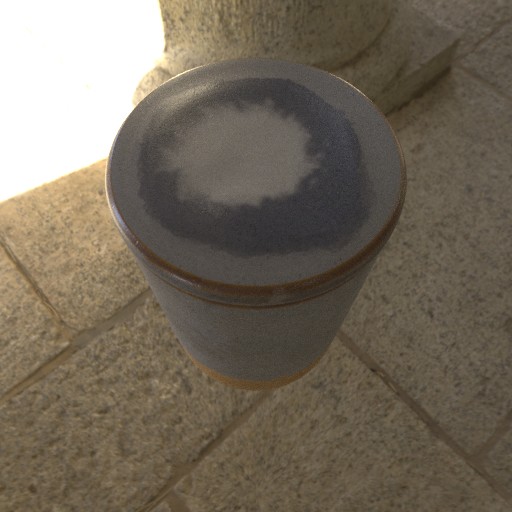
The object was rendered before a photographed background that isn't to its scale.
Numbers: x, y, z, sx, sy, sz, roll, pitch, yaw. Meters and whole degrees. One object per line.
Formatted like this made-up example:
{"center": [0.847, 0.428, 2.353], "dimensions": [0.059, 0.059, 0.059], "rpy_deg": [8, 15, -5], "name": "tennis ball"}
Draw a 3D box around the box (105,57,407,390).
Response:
{"center": [0.000, 0.000, 0.245], "dimensions": [0.118, 0.168, 0.118], "rpy_deg": [0, 62, 0], "name": "box"}
